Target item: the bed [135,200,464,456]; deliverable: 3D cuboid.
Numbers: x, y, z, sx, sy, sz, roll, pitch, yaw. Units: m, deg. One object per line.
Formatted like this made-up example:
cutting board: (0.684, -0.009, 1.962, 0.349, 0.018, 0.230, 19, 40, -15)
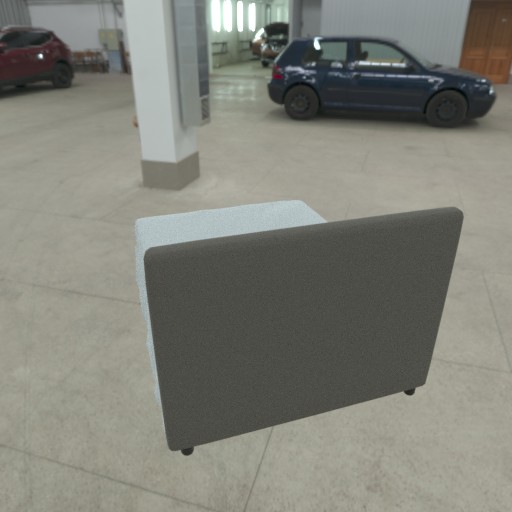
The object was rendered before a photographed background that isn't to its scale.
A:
bed: (0.000, 0.000, 3.310, 1.748, 1.330, 2.142, -9, 29, -16)
